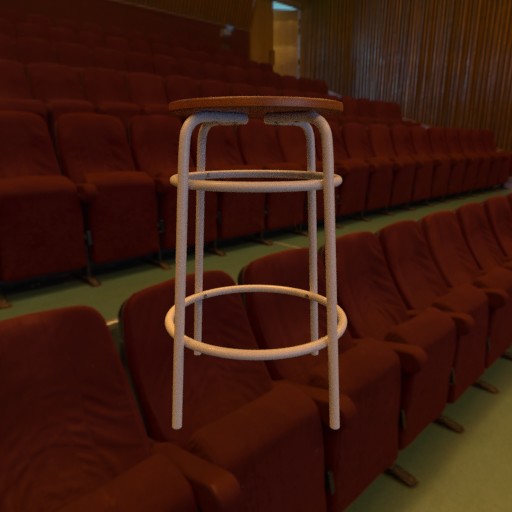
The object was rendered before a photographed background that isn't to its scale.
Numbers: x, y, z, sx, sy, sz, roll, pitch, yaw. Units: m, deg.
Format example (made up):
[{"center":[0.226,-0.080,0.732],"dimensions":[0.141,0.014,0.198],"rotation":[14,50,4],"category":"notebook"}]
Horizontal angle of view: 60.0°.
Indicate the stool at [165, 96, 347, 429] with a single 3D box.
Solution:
[{"center":[0.000,0.000,0.941],"dimensions":[0.455,0.610,0.455],"rotation":[-14,20,-43],"category":"stool"}]
